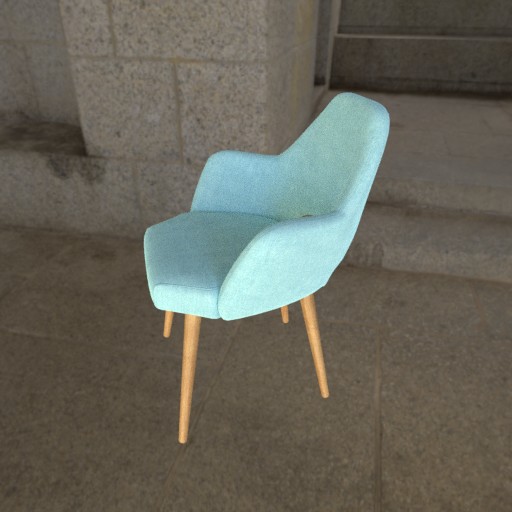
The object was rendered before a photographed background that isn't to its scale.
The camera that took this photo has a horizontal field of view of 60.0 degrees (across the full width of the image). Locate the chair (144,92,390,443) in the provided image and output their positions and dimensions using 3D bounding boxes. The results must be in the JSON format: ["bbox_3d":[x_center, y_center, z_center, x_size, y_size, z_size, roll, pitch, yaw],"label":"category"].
[{"bbox_3d":[0.000,0.000,1.264,0.610,0.840,0.590,-8,31,-13],"label":"chair"}]
